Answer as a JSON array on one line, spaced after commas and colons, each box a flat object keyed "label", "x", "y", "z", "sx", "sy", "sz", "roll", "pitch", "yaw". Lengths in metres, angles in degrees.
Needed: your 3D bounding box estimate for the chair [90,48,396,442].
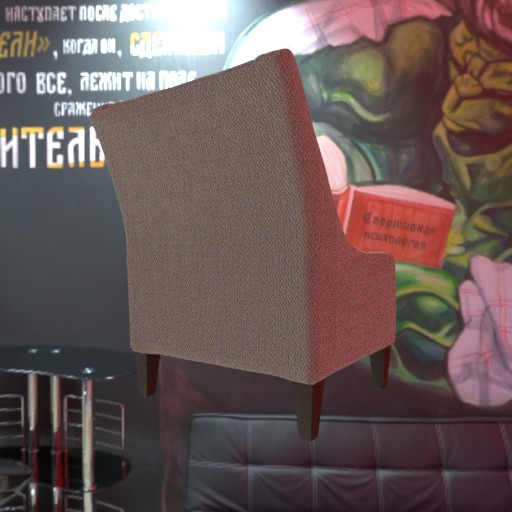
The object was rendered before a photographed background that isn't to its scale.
[{"label": "chair", "x": 0.000, "y": 0.000, "z": 1.601, "sx": 0.774, "sy": 1.014, "sz": 0.870, "roll": 0, "pitch": 0, "yaw": 35}]
